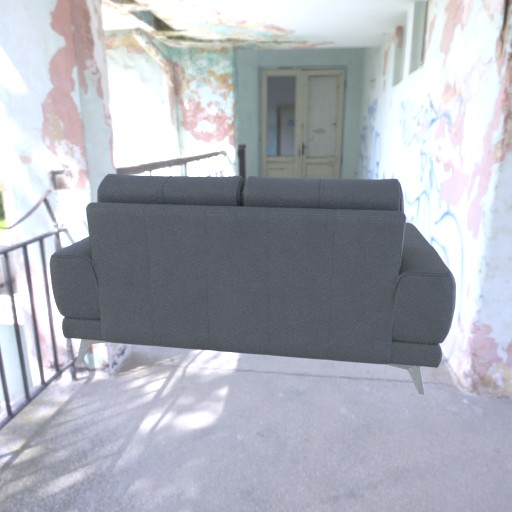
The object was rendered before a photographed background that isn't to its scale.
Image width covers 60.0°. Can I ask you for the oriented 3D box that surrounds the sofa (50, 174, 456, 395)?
[{"bbox_3d":[0.000,0.000,2.364,1.806,0.907,1.018,3,16,9],"label":"sofa"}]
